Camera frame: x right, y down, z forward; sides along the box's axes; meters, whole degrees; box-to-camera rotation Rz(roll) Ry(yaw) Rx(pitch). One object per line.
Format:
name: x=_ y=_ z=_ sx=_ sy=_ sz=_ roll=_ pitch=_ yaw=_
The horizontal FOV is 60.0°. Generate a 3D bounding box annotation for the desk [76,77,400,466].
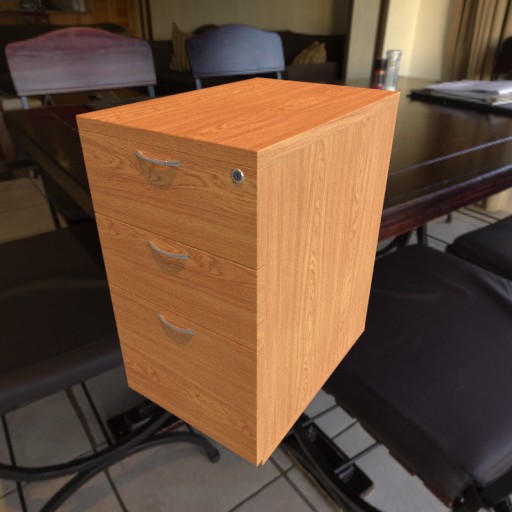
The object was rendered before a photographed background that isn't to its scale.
desk: x=0.000 y=0.000 z=1.097 sx=0.404 sy=0.730 sz=0.600 roll=19 pitch=35 yaw=30
